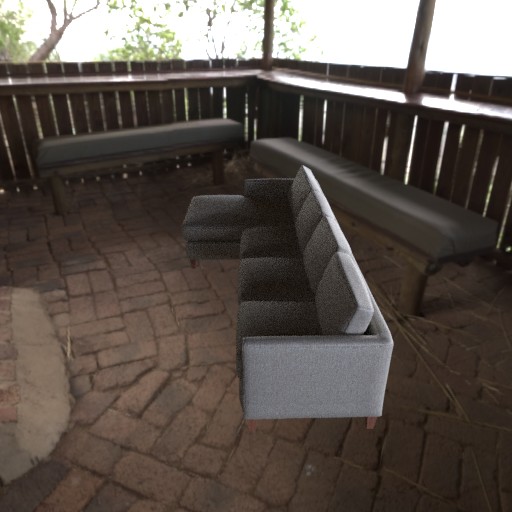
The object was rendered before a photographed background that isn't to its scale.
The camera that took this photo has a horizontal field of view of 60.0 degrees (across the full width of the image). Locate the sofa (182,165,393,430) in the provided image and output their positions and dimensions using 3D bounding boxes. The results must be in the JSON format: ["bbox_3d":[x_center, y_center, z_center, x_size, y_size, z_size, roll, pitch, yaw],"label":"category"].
[{"bbox_3d":[0.000,0.000,3.941,1.502,0.876,3.201,0,26,-1],"label":"sofa"}]
